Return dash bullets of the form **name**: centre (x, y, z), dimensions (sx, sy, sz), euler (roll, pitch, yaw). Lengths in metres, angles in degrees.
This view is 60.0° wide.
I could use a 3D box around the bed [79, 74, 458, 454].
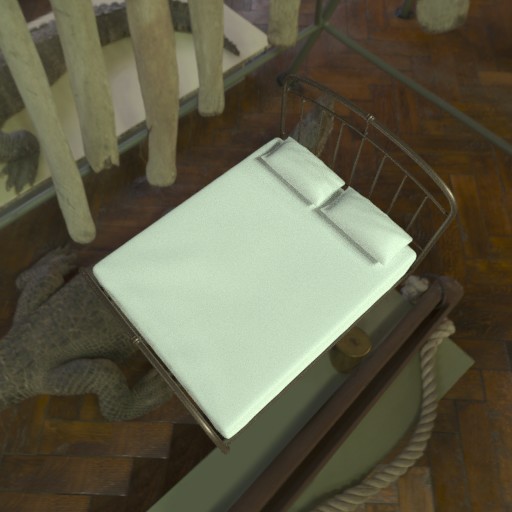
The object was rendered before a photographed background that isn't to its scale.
- **bed**: centre (0.000, 0.000, 3.367), dimensions (2.168, 1.475, 1.711), euler (-39, 69, -17)
